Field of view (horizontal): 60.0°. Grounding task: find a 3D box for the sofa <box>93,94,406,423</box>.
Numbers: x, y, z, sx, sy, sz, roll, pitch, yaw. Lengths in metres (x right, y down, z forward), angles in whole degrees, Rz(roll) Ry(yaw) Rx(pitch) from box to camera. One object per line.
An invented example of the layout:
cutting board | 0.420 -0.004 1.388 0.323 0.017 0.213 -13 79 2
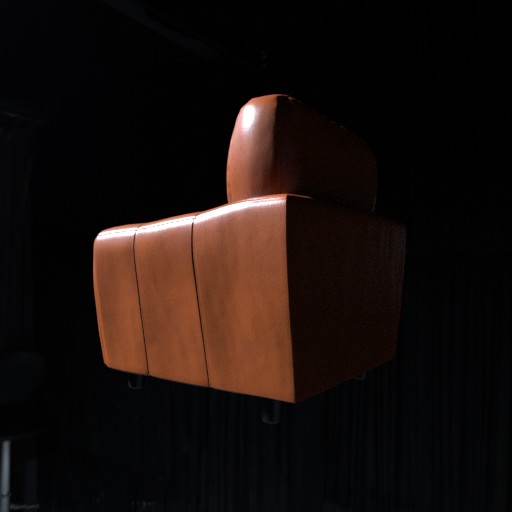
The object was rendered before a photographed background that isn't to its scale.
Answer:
sofa | 0.000 0.000 1.542 0.789 0.876 0.836 -1 -2 37
